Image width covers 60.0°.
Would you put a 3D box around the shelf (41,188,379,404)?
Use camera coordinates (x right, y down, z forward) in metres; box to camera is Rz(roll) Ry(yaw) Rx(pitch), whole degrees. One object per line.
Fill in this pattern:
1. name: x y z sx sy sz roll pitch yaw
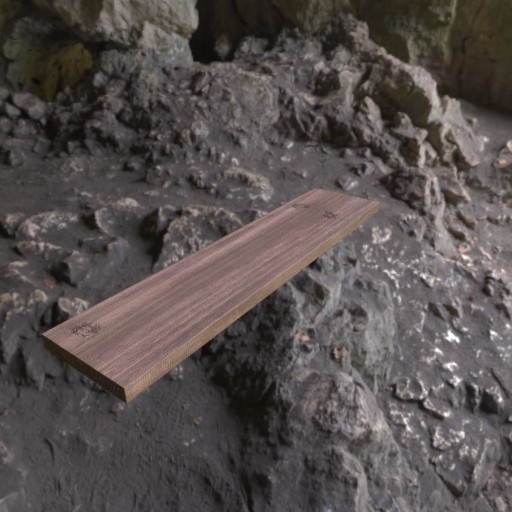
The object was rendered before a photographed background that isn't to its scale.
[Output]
1. shelf: 0.000 0.000 0.673 0.140 0.020 0.610 19 33 32
